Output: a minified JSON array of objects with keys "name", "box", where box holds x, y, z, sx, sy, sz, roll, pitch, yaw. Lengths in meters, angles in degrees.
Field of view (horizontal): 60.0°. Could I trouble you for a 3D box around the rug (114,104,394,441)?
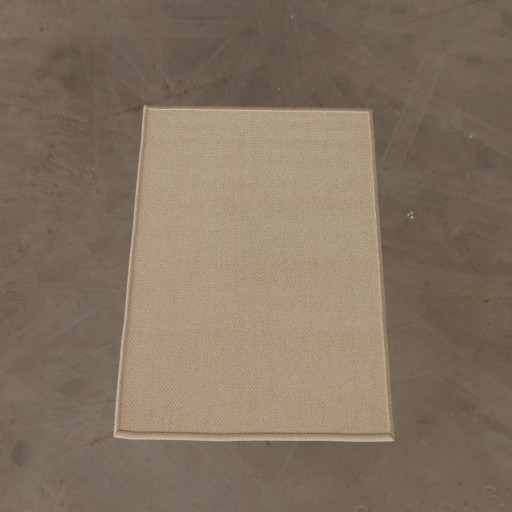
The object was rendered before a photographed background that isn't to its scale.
[{"name":"rug","box":[0.000,0.000,2.675,1.525,0.020,2.081,1,74,0]}]
